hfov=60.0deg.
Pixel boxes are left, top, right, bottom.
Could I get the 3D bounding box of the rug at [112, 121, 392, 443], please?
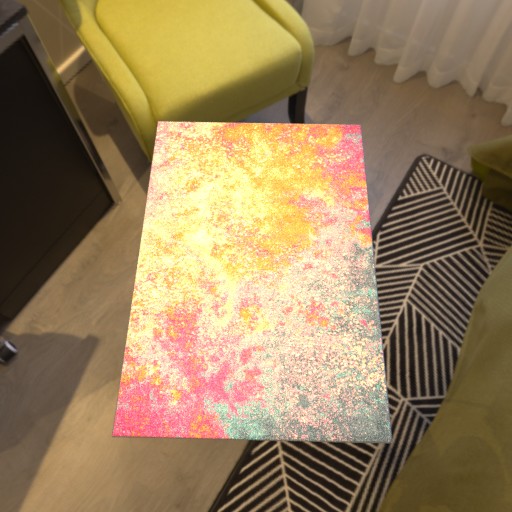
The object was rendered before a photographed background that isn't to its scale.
[{"bbox_3d":[0.000,0.000,3.765,2.007,0.013,2.896,1,65,1],"label":"rug"}]
